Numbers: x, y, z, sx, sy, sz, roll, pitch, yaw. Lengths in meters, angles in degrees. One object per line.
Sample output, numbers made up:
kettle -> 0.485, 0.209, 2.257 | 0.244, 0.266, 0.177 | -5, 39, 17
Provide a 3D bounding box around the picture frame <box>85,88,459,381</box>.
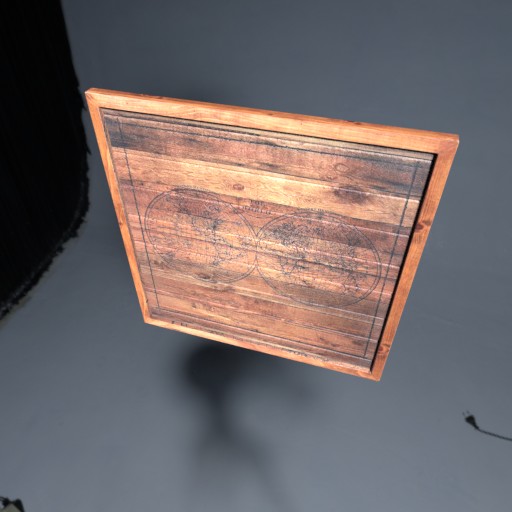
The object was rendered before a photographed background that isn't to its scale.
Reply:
picture frame -> 0.000, 0.000, 1.205 | 0.810, 0.817, 0.029 | 11, 43, 12
